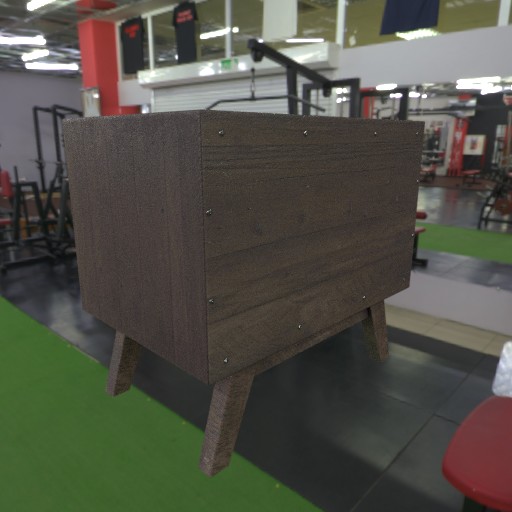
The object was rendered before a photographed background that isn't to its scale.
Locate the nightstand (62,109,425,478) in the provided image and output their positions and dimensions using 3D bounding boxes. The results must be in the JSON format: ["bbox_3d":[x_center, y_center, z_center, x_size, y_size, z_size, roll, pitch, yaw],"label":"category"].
[{"bbox_3d":[0.000,0.000,1.022,0.650,0.599,0.450,-15,21,-43],"label":"nightstand"}]
